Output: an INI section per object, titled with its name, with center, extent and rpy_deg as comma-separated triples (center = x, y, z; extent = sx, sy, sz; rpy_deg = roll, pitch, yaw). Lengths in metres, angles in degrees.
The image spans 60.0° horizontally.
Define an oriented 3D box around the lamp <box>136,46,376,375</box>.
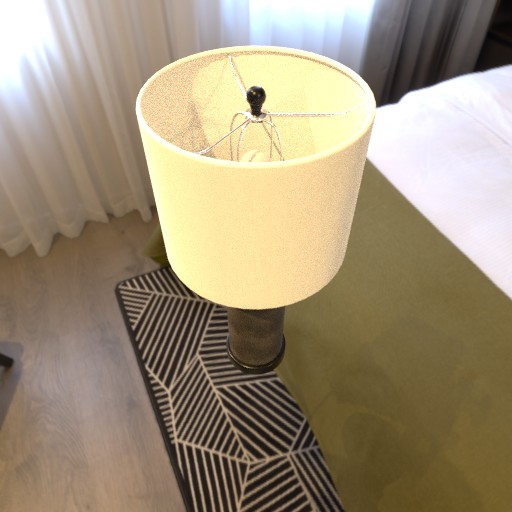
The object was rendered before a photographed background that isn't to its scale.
[lamp]
center = 0.000, 0.000, 0.796
extent = 0.305, 0.634, 0.305
rpy_deg = 26, 53, 22
